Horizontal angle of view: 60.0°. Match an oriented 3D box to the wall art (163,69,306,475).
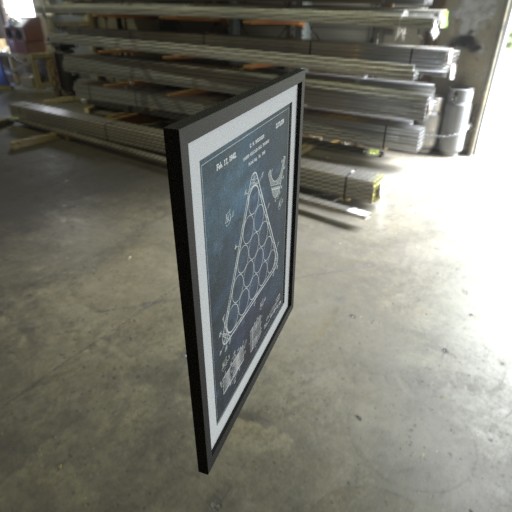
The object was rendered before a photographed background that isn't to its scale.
[{"bbox_3d":[0.000,0.000,1.213,0.028,0.863,0.755,11,32,18],"label":"wall art"}]
